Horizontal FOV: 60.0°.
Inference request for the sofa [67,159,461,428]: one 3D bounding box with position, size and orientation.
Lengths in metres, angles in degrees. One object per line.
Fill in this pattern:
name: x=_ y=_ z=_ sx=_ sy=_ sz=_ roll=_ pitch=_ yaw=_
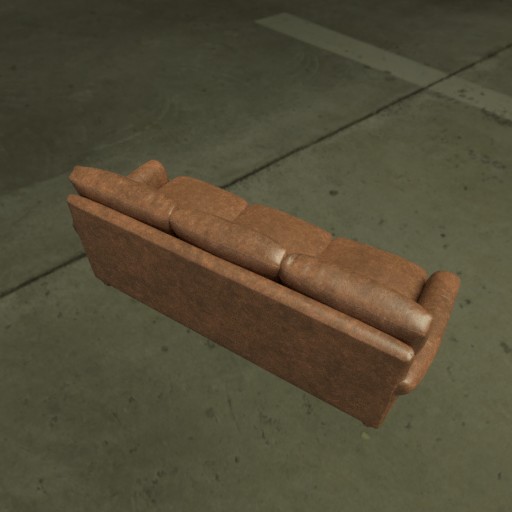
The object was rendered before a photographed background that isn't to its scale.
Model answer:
sofa: x=0.000 y=0.000 z=2.821 sx=2.351 sy=0.977 sz=0.973 roll=24 pitch=50 yaw=21
